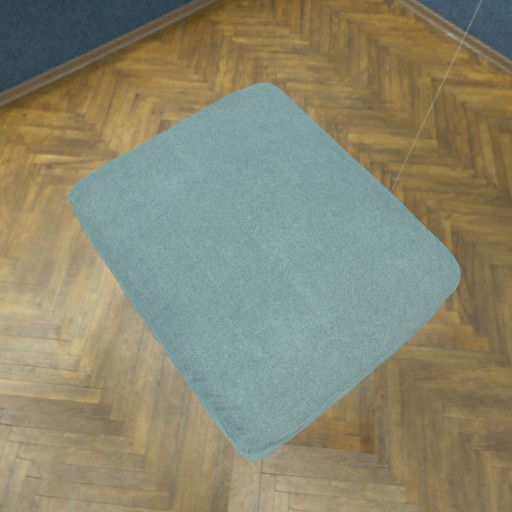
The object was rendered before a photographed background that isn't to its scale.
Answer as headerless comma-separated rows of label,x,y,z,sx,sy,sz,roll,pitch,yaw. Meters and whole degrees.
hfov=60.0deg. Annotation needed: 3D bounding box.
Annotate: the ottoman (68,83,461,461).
ottoman,0.000,0.000,1.213,0.683,0.481,0.837,-34,68,-16
